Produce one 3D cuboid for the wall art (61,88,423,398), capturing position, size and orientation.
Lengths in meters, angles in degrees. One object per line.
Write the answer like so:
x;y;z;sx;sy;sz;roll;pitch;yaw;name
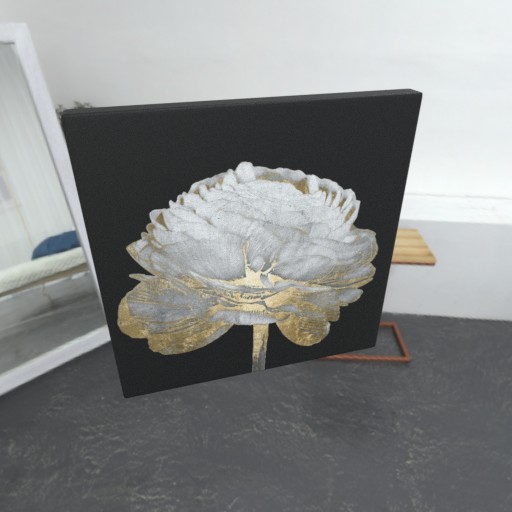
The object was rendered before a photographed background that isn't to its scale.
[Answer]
0.000;0.000;0.898;0.610;0.611;0.043;-8;32;-13;wall art
